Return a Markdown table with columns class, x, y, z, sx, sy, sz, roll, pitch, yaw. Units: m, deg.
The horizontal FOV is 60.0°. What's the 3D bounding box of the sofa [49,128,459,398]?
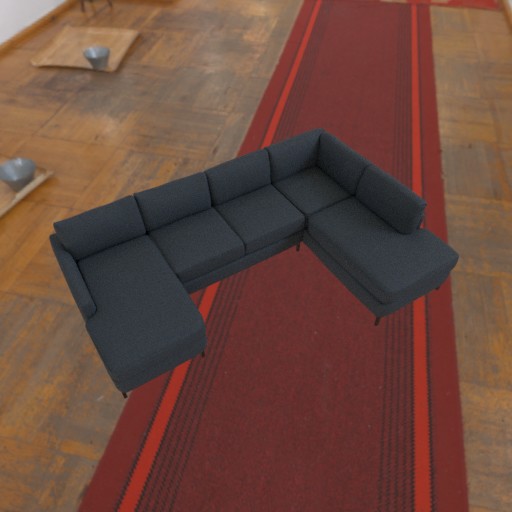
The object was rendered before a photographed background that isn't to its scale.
| class | x | y | z | sx | sy | sz | roll | pitch | yaw |
| --- | --- | --- | --- | --- | --- | --- | --- | --- | --- |
| sofa | 0.000 | 0.000 | 3.866 | 2.975 | 0.858 | 1.984 | -24 | 51 | -21 |
